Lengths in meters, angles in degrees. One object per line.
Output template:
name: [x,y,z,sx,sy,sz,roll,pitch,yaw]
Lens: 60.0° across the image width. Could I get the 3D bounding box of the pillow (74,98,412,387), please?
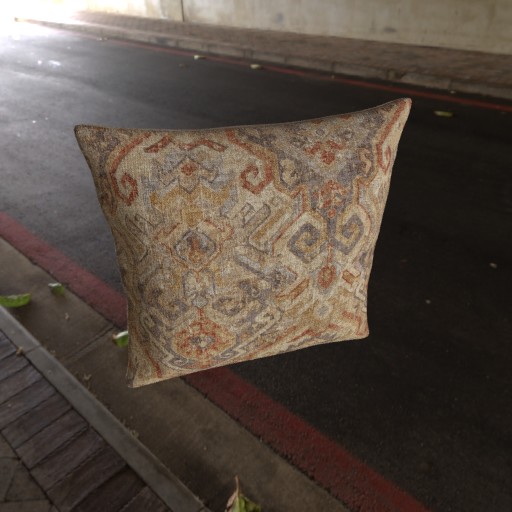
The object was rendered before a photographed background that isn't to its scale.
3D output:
pillow: [0.000,0.000,0.785,0.523,0.506,0.166,-9,34,-14]
